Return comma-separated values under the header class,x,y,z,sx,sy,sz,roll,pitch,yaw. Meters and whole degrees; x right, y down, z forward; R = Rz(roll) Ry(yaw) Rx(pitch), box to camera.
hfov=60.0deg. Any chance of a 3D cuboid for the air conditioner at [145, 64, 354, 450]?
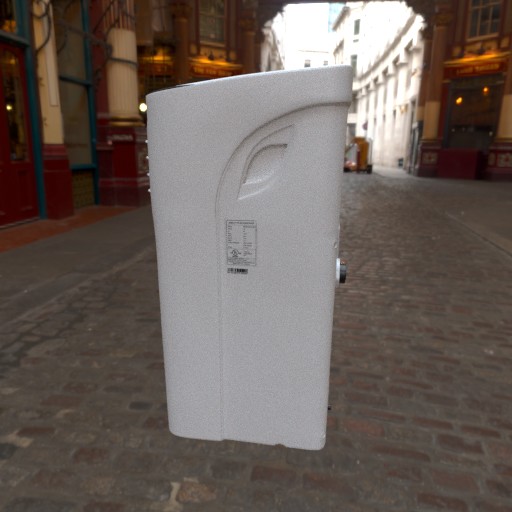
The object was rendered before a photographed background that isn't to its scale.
class,x,y,z,sx,sy,sz,roll,pitch,yaw
air conditioner,0.000,0.000,0.941,0.369,0.716,0.352,2,14,9
